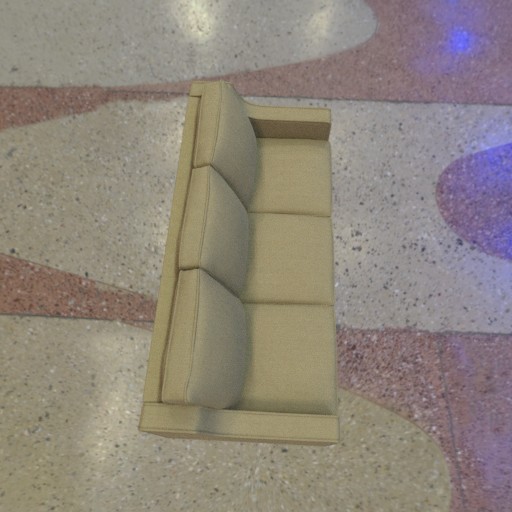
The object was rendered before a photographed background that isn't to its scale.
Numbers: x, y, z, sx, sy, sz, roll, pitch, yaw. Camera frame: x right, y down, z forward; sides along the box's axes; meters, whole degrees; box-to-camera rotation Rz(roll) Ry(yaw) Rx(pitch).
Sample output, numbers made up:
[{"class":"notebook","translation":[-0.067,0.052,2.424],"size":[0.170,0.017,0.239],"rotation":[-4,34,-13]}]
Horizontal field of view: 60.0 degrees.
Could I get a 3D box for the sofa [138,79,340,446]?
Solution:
[{"class":"sofa","translation":[0.000,0.000,2.578],"size":[0.911,0.974,1.986],"rotation":[3,65,1]}]
